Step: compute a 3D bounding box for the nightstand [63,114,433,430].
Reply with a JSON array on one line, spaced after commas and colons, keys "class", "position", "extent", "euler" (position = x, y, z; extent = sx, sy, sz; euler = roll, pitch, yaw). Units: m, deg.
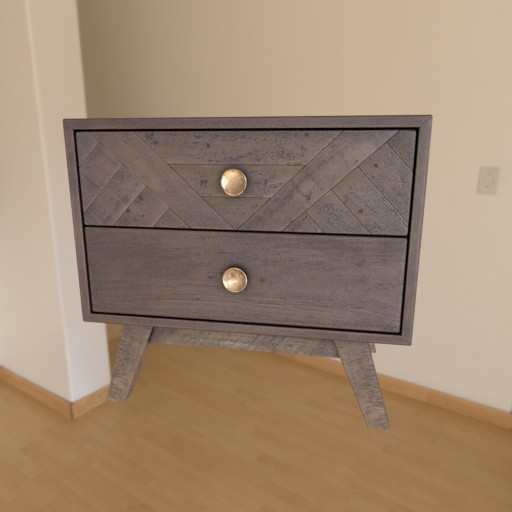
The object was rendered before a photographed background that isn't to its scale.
[{"class": "nightstand", "position": [0.000, 0.000, 1.039], "extent": [0.650, 0.599, 0.450], "euler": [3, 14, 10]}]
